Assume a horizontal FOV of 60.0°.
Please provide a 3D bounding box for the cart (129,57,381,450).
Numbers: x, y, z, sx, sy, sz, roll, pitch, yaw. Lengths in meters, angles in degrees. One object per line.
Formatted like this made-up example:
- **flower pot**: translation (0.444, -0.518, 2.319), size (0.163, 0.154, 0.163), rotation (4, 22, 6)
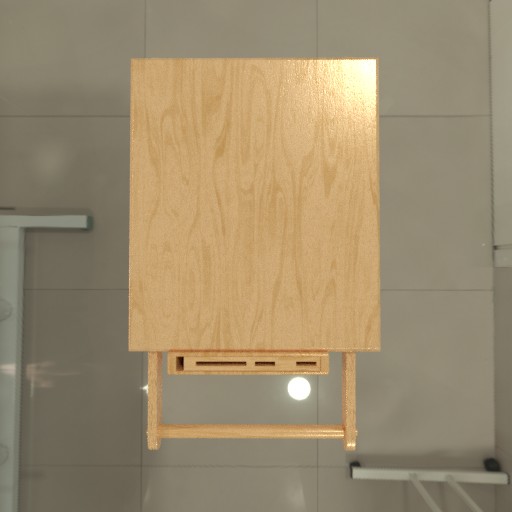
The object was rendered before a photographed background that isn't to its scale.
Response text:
- **cart**: translation (0.000, 0.000, 1.313), size (0.520, 0.816, 0.843), rotation (0, 89, 0)
